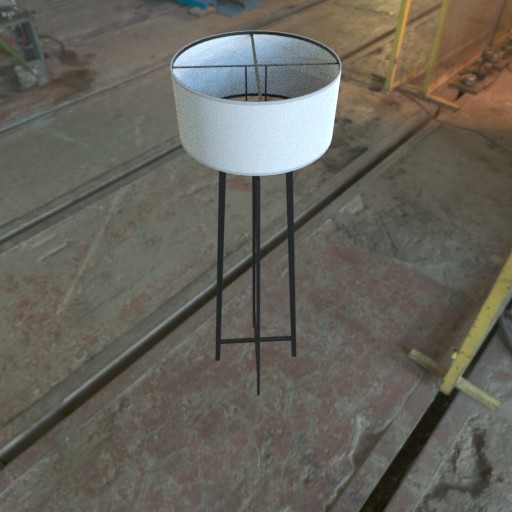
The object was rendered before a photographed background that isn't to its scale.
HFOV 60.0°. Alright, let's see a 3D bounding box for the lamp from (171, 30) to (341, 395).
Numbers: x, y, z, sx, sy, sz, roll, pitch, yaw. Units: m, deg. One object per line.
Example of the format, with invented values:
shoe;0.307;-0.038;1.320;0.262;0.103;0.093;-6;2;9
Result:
lamp;0.000;0.000;1.739;0.457;1.510;0.456;-2;46;-2
